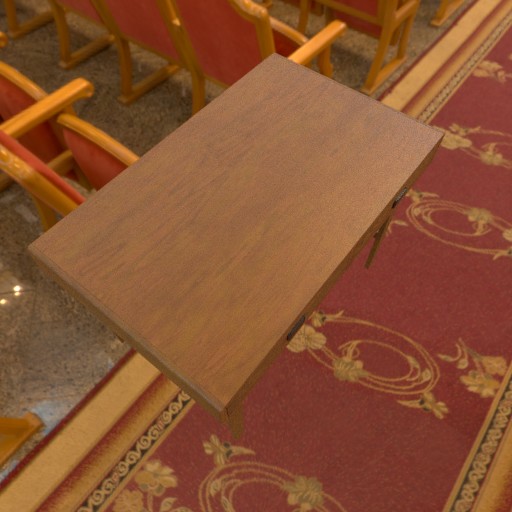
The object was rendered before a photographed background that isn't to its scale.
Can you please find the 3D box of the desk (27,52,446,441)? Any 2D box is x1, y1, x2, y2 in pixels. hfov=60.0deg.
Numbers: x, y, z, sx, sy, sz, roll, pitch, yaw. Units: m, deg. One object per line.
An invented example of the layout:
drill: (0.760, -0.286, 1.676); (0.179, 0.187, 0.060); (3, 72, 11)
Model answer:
desk: (0.000, 0.000, 1.563); (0.660, 0.754, 1.066); (34, 64, 19)
